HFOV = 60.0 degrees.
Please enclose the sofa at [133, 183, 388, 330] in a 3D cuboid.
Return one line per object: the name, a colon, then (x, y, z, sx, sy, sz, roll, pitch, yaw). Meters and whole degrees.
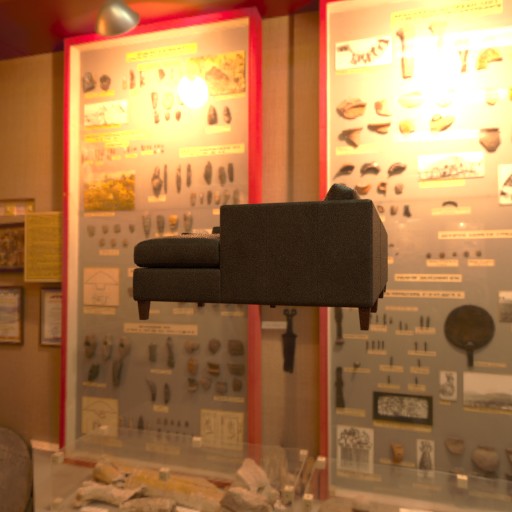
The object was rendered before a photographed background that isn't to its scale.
sofa: (0.000, 0.000, 4.431, 2.452, 0.891, 3.324, 0, -1, 18)
